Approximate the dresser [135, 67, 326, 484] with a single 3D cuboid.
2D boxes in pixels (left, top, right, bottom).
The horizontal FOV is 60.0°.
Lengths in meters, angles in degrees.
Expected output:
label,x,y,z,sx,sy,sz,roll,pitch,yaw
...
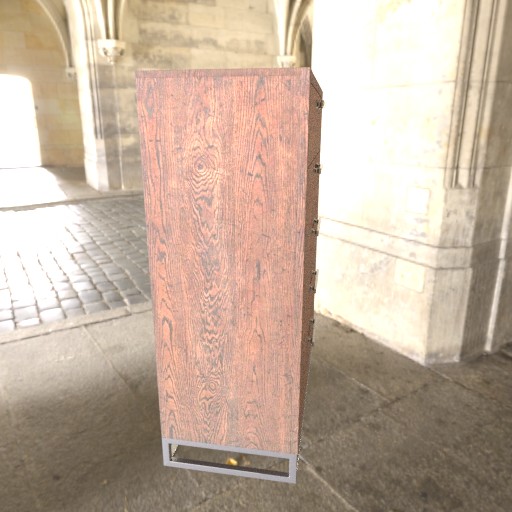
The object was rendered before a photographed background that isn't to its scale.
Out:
label,x,y,z,sx,sy,sz,roll,pitch,yaw
dresser,0.000,0.000,1.817,0.508,1.321,0.965,3,17,10
